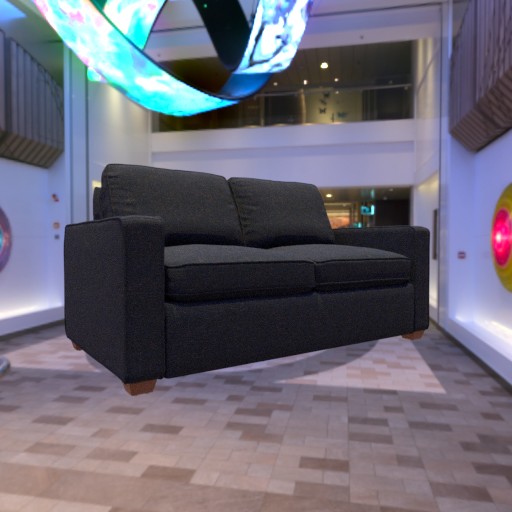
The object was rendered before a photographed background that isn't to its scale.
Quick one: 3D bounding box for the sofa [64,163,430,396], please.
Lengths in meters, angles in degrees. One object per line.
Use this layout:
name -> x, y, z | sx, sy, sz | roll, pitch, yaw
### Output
sofa -> 0.000, 0.000, 2.302 | 1.709, 0.918, 0.947 | -1, 2, -35
